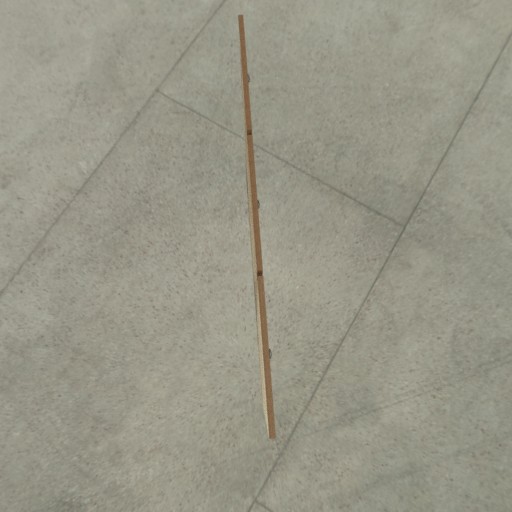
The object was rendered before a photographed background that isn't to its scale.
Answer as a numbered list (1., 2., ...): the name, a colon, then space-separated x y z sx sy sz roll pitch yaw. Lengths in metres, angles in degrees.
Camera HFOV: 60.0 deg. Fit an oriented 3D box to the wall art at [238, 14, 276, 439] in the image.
1. wall art: 0.000 0.000 1.348 0.018 0.913 0.915 -4 75 -1
